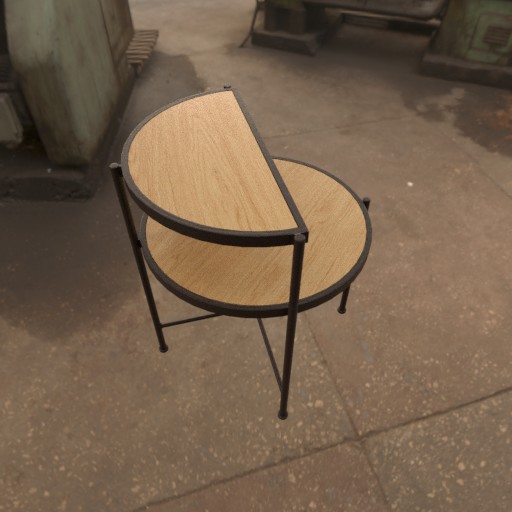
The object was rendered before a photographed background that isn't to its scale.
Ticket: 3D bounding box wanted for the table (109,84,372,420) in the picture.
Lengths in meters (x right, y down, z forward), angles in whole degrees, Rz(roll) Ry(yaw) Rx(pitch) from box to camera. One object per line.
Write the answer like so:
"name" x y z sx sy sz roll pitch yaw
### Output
"table" 0.000 0.000 1.203 0.628 0.684 0.629 -11 47 -10
